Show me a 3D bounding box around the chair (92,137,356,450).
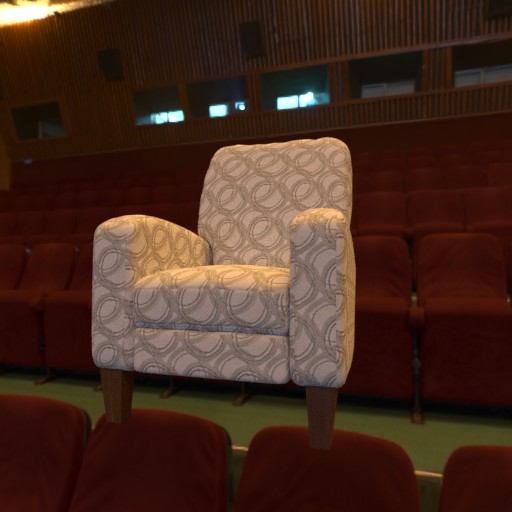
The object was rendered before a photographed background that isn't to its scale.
[{"bbox_3d":[0.000,0.000,1.749,0.796,1.065,0.995,0,-1,18],"label":"chair"}]
